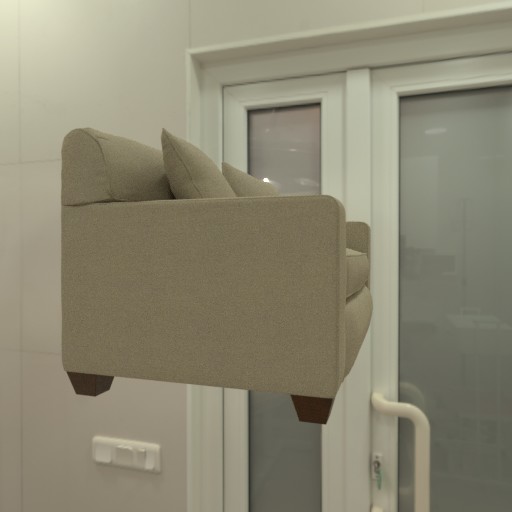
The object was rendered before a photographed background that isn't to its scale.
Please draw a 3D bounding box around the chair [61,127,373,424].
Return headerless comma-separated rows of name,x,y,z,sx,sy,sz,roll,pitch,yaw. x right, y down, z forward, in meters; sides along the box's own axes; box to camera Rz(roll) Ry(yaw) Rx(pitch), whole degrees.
chair,0.000,0.000,2.017,1.000,0.948,1.383,0,1,18
